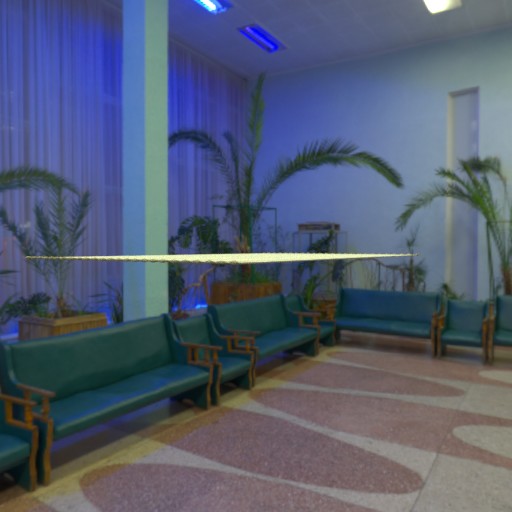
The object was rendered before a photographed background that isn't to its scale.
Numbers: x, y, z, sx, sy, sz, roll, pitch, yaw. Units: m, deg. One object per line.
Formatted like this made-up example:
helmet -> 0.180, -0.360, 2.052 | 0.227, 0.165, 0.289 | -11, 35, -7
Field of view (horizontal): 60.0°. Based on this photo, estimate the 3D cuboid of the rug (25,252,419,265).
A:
rug -> 0.000, 0.000, 3.069 | 1.540, 0.018, 2.435 | 1, 1, 36
